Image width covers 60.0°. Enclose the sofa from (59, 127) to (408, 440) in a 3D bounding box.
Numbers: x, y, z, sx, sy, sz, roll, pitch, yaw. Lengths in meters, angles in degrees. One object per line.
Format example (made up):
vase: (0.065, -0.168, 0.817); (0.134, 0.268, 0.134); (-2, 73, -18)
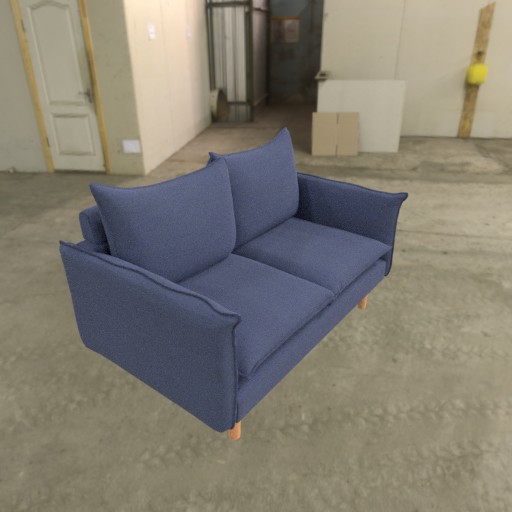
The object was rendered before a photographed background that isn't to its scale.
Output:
sofa: (0.000, 0.000, 1.895); (0.820, 0.840, 1.300); (19, 33, 33)
